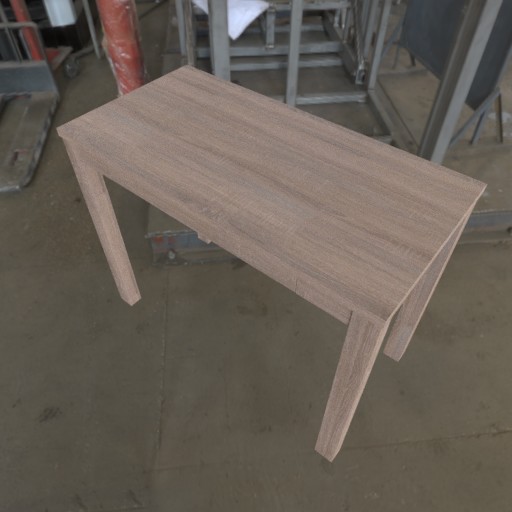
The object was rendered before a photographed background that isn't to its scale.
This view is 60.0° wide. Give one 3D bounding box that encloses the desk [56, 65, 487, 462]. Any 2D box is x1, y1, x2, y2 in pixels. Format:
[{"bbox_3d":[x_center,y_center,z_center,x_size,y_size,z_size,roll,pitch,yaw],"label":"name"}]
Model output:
[{"bbox_3d":[0.000,0.000,1.398,0.991,0.762,0.495,31,55,25],"label":"desk"}]
